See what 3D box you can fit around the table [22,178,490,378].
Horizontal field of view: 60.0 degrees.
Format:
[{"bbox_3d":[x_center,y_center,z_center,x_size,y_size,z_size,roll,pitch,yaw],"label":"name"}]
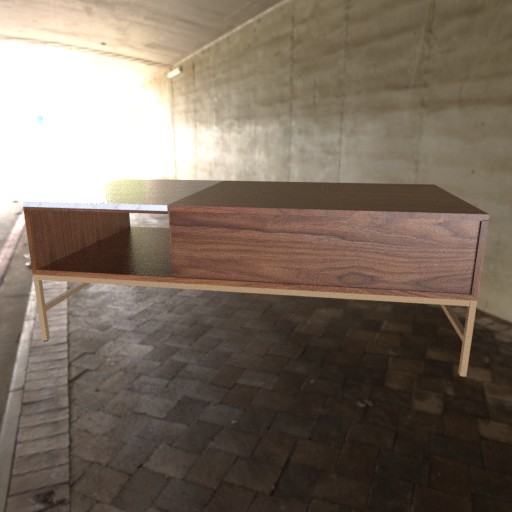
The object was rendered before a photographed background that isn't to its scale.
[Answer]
[{"bbox_3d":[0.000,0.000,1.899,1.553,0.551,0.789,3,16,10],"label":"table"}]
